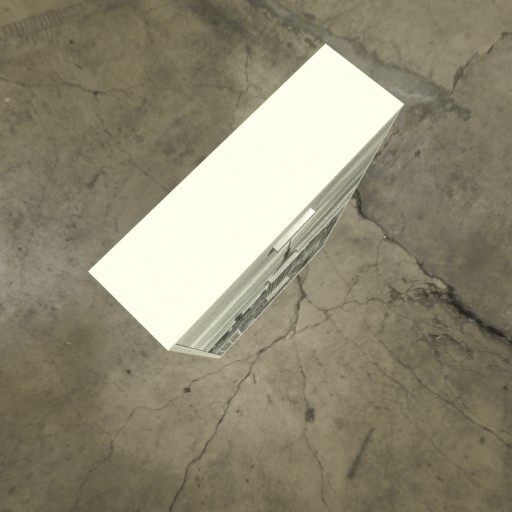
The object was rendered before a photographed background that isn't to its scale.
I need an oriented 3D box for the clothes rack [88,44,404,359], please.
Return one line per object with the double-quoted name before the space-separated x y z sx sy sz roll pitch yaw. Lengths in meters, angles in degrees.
"clothes rack" 0.000 0.000 1.582 0.250 1.280 0.750 42 80 9
